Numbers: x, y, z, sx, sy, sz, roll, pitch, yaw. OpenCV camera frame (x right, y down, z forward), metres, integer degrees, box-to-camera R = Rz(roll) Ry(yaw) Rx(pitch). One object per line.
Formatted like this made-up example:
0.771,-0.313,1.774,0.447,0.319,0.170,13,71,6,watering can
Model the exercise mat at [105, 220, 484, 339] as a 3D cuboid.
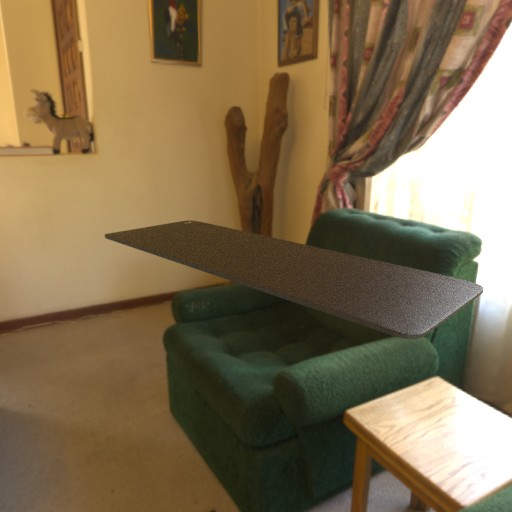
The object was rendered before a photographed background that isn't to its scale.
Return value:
0.000,0.000,2.091,1.869,0.021,0.616,15,22,43,exercise mat
